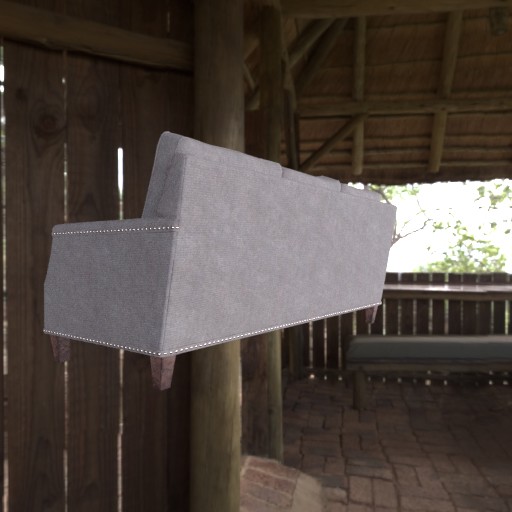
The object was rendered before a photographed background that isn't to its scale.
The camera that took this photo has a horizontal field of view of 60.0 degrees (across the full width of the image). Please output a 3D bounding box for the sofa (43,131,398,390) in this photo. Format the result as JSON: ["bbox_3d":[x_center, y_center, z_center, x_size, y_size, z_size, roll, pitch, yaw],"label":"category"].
[{"bbox_3d":[0.000,0.000,2.783,1.034,1.042,2.226,0,0,37],"label":"sofa"}]
